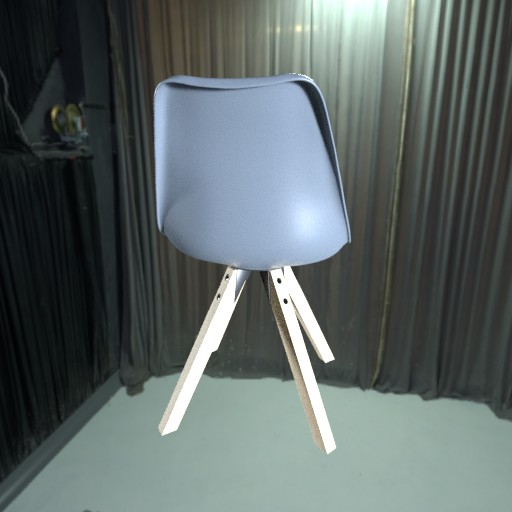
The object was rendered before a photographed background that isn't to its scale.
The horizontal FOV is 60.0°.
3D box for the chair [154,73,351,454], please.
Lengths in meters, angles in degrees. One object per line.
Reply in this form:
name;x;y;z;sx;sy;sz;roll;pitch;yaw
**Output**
chair;0.000;0.000;1.178;0.485;0.850;0.550;3;17;9
